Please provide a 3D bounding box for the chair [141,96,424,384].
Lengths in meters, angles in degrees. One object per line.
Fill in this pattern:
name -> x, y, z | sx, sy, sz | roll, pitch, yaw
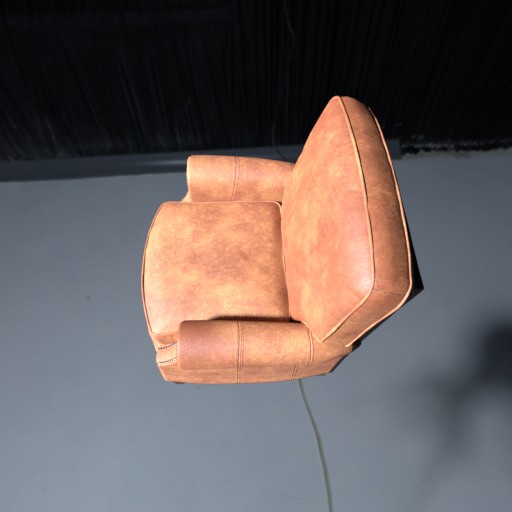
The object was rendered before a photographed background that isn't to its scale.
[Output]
chair -> 0.000, 0.000, 1.777 | 0.986, 1.018, 0.936 | -2, 59, -1
